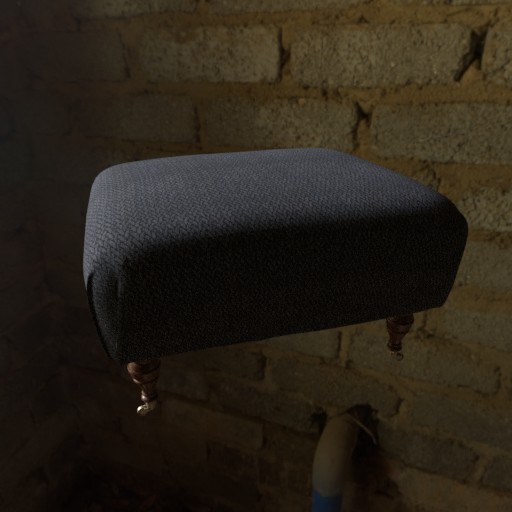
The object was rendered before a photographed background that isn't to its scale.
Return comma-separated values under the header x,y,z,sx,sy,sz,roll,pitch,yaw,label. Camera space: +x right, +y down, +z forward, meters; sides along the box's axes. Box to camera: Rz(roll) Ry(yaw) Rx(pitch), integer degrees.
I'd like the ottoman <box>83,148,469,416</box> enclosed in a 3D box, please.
x,y,z,sx,sy,sz,roll,pitch,yaw,label
0.000,0.000,1.077,0.747,0.450,0.622,-7,25,-16,ottoman
